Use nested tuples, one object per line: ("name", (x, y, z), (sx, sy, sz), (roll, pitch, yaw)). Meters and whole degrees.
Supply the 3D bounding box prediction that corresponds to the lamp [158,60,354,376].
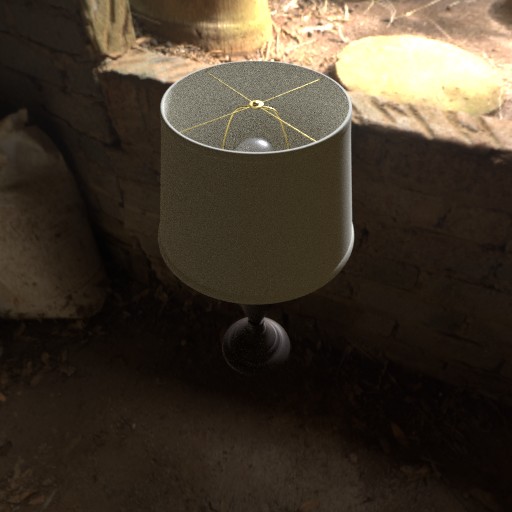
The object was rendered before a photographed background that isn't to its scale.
("lamp", (0.000, 0.000, 0.820), (0.335, 0.611, 0.335), (0, 47, 0))
